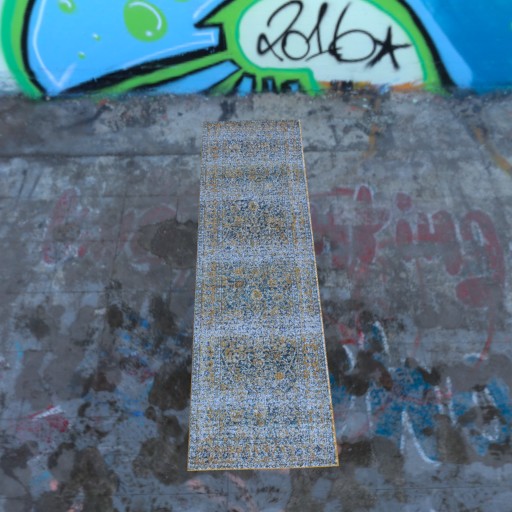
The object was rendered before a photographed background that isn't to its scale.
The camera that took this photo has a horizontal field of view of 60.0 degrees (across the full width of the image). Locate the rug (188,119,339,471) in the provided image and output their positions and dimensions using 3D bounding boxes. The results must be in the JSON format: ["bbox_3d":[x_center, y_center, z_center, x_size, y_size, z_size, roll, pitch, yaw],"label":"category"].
[{"bbox_3d":[0.000,0.000,2.639,0.704,0.014,2.294,-1,59,-1],"label":"rug"}]
